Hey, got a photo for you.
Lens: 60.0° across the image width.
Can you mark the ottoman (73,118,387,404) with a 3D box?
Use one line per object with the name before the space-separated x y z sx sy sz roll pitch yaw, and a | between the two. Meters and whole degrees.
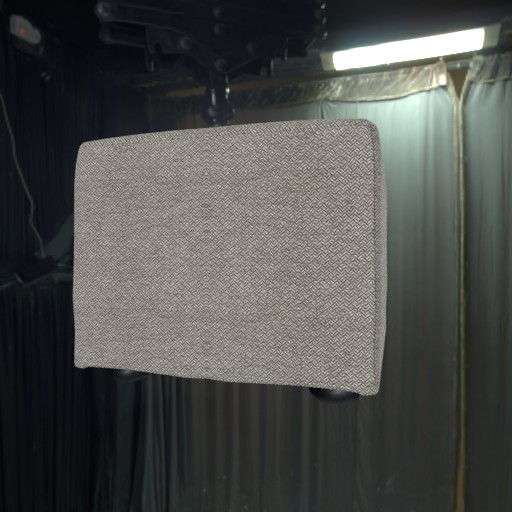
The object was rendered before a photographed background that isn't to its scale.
ottoman | 0.000 0.000 0.926 0.519 0.453 0.512 0 1 17
